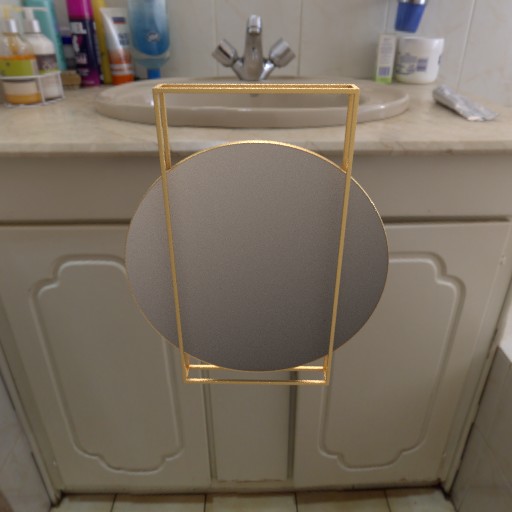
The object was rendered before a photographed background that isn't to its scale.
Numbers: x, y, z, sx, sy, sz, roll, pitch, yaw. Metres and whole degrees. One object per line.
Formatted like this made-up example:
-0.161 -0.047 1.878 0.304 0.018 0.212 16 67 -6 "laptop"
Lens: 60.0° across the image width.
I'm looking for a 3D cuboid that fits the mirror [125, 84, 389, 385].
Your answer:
0.000 0.000 0.836 0.508 0.603 0.051 1 28 1 "mirror"
